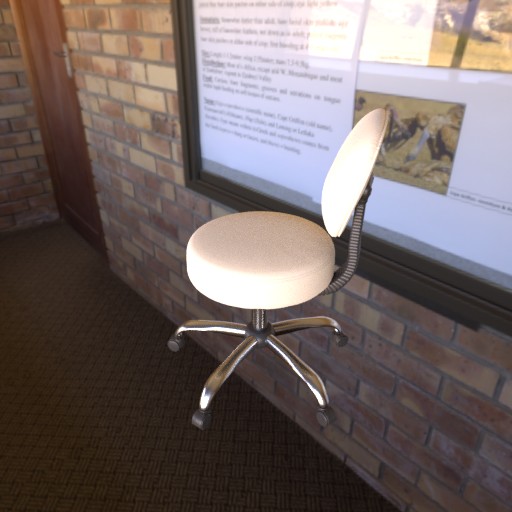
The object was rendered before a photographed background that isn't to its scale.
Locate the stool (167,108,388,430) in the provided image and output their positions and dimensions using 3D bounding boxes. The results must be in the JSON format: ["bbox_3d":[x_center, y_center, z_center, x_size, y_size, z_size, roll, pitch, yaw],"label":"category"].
[{"bbox_3d":[0.000,0.000,1.259,0.616,0.810,0.609,8,30,14],"label":"stool"}]
